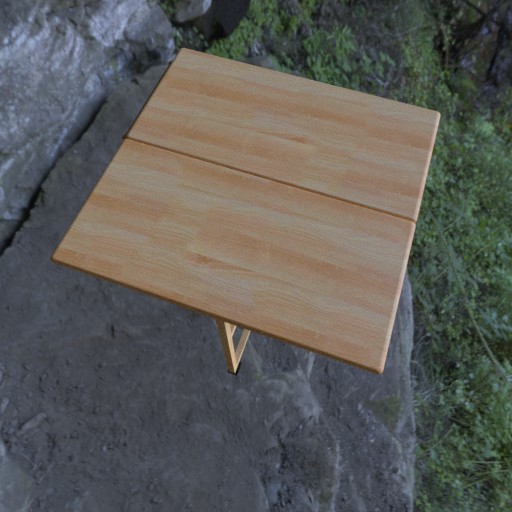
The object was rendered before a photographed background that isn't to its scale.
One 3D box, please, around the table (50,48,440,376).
[{"bbox_3d":[0.000,0.000,1.403,0.752,0.832,0.693,18,65,9],"label":"table"}]
